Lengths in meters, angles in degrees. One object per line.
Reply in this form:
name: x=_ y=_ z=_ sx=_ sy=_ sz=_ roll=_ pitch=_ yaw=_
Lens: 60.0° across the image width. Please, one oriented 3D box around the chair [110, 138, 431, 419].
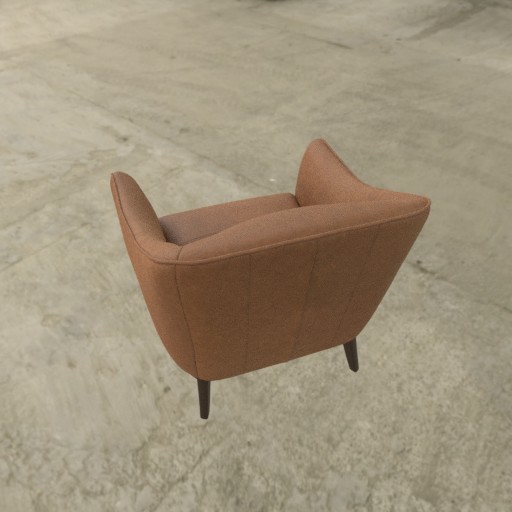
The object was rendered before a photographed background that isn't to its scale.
chair: x=0.000 y=0.000 z=1.569 sx=0.871 sy=0.830 sz=0.852 roll=-13 pitch=43 yaw=-14
